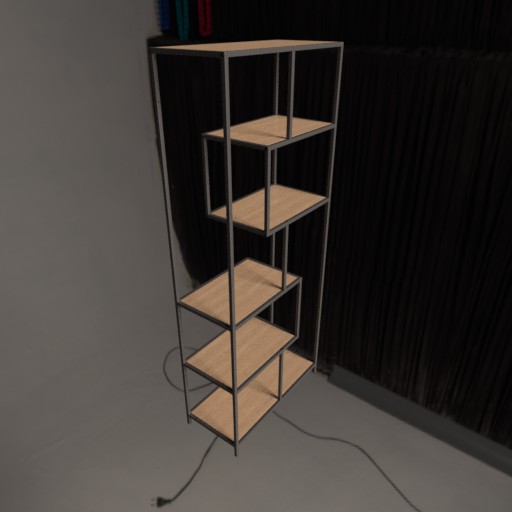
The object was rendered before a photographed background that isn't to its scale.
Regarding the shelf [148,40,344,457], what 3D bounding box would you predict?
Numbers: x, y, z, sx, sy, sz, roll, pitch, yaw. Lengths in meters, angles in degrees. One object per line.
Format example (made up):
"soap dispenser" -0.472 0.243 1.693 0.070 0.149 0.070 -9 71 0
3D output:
"shelf" 0.000 0.000 2.145 0.350 1.850 0.770 20 34 32
